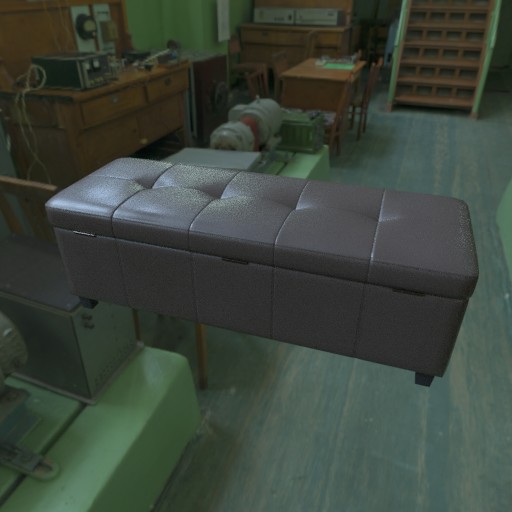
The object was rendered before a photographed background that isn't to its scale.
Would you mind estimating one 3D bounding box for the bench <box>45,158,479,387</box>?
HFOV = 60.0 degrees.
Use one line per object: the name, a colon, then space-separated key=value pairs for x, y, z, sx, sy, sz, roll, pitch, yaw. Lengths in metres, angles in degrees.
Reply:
bench: x=0.000 y=0.000 z=1.435 sx=1.219 sy=0.417 sz=0.450 roll=10 pitch=34 yaw=15
